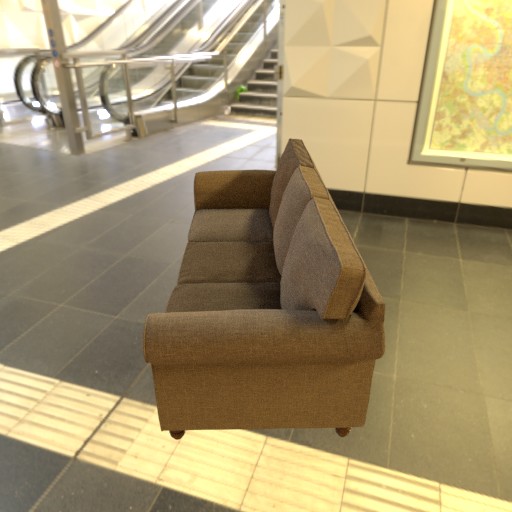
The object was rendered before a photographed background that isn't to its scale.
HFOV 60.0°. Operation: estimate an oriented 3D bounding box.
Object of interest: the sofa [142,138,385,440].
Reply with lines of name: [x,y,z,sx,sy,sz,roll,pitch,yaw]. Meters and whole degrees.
sofa: [0.000,0.000,2.600,0.916,0.961,2.084,-1,27,-1]
